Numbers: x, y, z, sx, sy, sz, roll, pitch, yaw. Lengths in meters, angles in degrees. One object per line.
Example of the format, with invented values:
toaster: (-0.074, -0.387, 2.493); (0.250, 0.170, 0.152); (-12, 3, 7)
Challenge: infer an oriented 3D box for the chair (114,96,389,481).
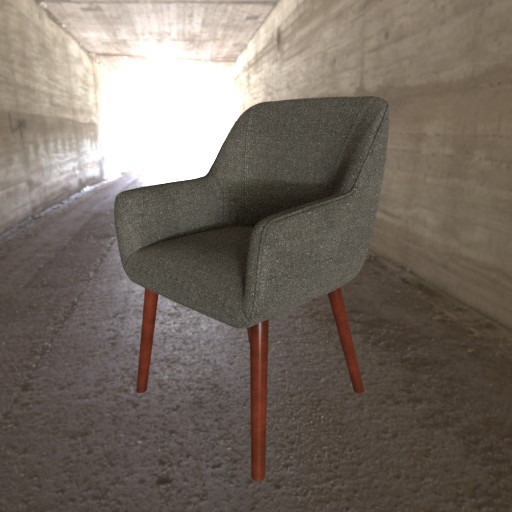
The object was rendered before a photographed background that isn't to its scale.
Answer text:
chair: (0.000, 0.000, 1.165); (0.543, 0.803, 0.519); (15, 22, 42)
